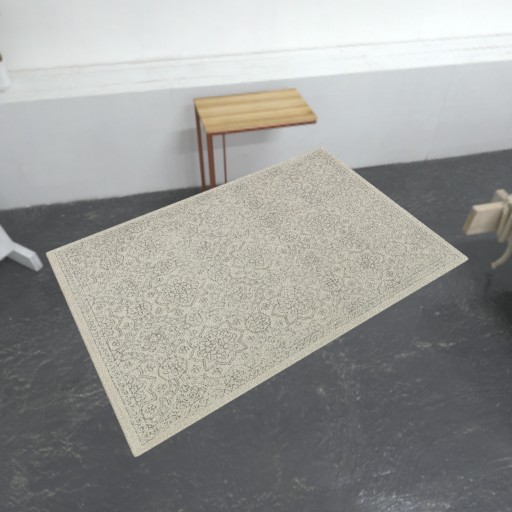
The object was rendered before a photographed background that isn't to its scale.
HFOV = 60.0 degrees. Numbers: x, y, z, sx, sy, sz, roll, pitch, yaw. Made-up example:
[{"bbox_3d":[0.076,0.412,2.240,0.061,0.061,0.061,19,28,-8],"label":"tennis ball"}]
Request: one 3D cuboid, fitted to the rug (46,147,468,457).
[{"bbox_3d":[0.000,0.000,2.874,2.286,0.011,1.524,-25,52,-22],"label":"rug"}]
